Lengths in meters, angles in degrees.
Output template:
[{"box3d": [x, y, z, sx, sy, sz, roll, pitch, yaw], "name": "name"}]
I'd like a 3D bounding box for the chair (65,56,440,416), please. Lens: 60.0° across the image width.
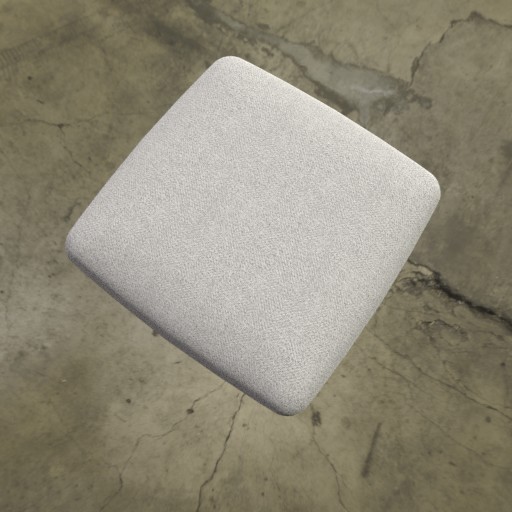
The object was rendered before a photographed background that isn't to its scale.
[{"box3d": [0.000, 0.000, 0.698, 0.350, 0.440, 0.350, 34, 78, 9], "name": "chair"}]
